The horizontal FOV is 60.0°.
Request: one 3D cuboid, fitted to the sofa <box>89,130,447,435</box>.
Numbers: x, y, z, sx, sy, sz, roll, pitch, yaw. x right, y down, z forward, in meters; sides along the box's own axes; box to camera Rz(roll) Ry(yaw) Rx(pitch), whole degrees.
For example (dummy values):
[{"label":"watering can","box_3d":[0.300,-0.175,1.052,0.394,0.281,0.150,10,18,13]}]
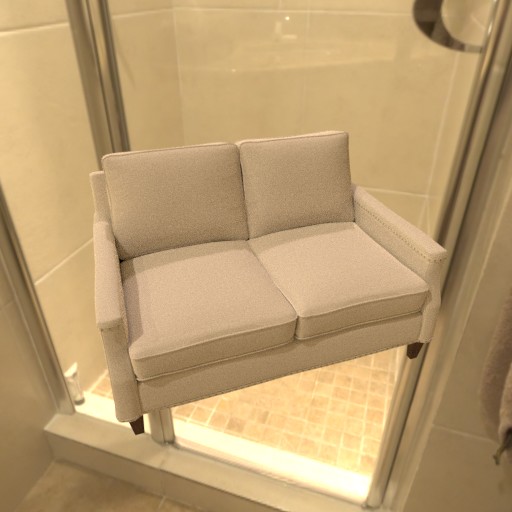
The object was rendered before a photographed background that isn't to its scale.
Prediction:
[{"label":"sofa","box_3d":[0.000,0.000,2.301,1.597,1.003,1.084,-10,34,-16]}]
